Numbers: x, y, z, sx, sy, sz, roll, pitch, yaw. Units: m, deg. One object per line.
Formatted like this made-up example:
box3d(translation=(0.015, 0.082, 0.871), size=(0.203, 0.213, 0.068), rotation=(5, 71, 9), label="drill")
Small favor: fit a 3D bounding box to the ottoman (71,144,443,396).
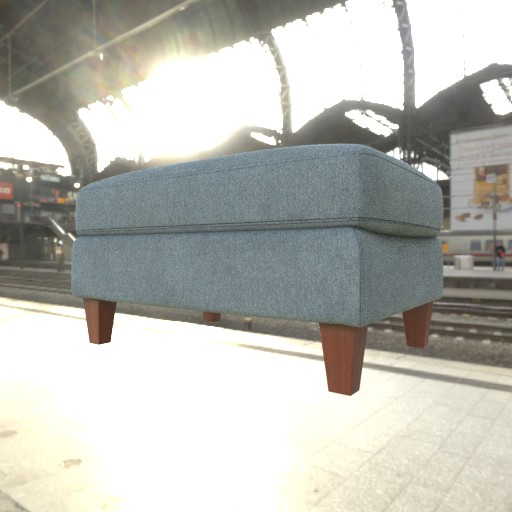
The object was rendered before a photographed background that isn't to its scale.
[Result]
box3d(translation=(0.000, 0.000, 1.205), size=(0.864, 0.483, 0.584), rotation=(0, 1, 35), label="ottoman")
